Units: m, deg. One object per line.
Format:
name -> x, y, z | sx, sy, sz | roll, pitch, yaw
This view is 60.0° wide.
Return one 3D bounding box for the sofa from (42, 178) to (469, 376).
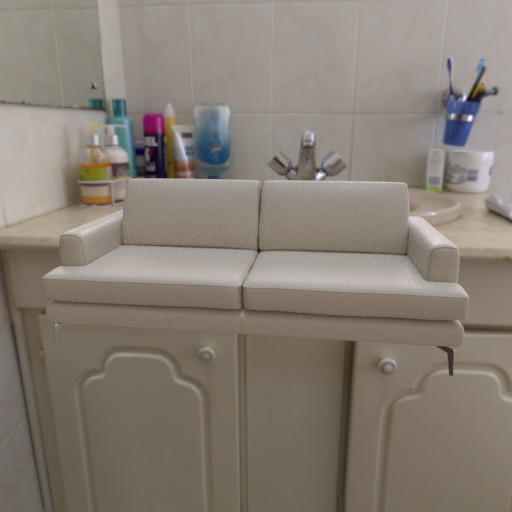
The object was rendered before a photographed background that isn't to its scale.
sofa -> 0.000, 0.000, 2.411 | 1.940, 0.765, 0.974 | 2, 16, 8
